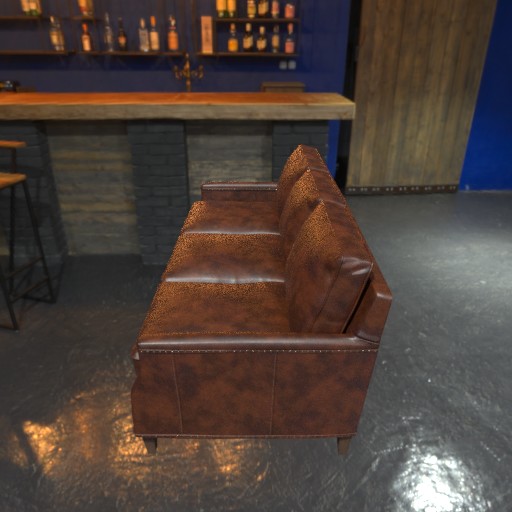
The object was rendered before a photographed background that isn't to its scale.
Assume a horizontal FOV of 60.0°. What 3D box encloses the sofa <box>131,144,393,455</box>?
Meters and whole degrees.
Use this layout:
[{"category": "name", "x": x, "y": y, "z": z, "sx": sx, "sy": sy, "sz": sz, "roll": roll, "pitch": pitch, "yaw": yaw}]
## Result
[{"category": "sofa", "x": 0.000, "y": 0.000, "z": 2.798, "sx": 1.084, "sy": 1.003, "sz": 2.240, "roll": 0, "pitch": 26, "yaw": 0}]
